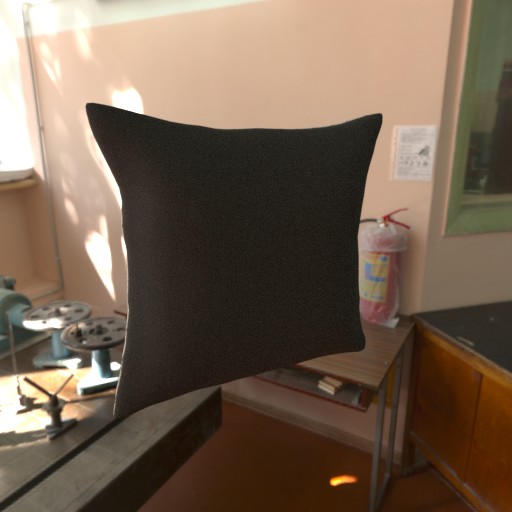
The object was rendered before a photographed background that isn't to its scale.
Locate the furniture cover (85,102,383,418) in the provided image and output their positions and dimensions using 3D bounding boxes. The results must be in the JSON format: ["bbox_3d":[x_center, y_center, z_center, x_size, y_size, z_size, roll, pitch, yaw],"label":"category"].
[{"bbox_3d":[0.000,0.000,0.779,0.525,0.498,0.180,-8,18,-25],"label":"furniture cover"}]
